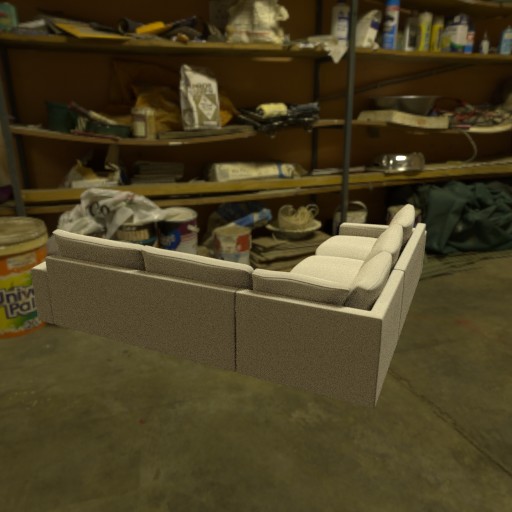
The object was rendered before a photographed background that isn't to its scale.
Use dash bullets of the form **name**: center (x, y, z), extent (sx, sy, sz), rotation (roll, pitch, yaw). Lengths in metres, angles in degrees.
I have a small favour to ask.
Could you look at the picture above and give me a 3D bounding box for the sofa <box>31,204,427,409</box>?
- **sofa**: center (0.000, 0.000, 4.815), extent (3.206, 0.918, 3.066), rotation (8, 19, 24)
